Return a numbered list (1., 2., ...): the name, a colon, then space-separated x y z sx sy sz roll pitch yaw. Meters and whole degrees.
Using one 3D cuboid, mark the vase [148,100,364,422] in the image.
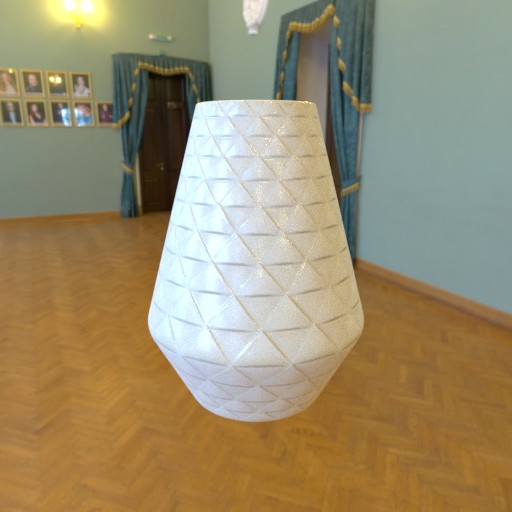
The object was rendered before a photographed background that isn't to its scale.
1. vase: 0.000 0.000 0.355 0.175 0.230 0.175 0 15 0
